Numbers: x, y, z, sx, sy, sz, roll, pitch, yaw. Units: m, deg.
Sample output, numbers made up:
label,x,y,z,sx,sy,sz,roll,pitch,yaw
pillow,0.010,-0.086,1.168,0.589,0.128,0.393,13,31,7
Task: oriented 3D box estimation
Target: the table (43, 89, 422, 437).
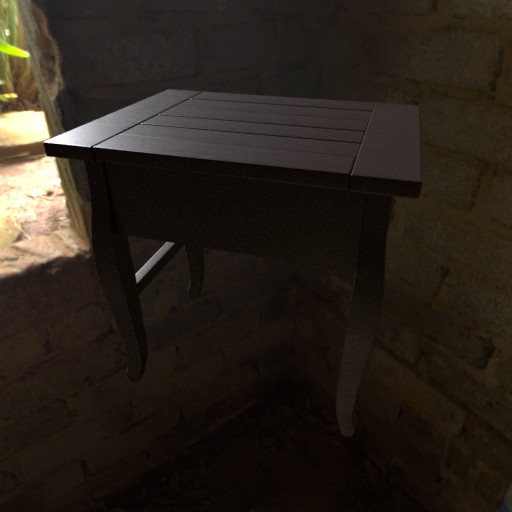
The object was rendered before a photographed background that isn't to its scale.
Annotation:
label,x,y,z,sx,sy,sz,roll,pitch,yaw
table,0.000,0.000,1.006,0.602,0.605,0.460,9,33,15
